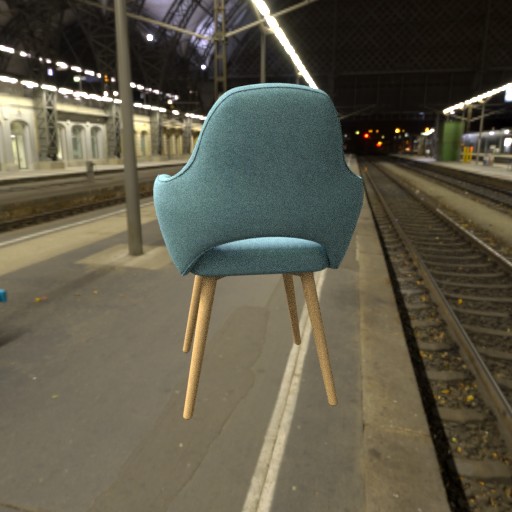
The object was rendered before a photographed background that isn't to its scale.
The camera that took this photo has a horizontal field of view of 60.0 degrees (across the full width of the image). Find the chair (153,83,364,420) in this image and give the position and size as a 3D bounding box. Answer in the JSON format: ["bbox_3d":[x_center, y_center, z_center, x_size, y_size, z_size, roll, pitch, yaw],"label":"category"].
[{"bbox_3d":[0.000,0.000,1.365,0.589,0.920,0.666,-2,14,-9],"label":"chair"}]
